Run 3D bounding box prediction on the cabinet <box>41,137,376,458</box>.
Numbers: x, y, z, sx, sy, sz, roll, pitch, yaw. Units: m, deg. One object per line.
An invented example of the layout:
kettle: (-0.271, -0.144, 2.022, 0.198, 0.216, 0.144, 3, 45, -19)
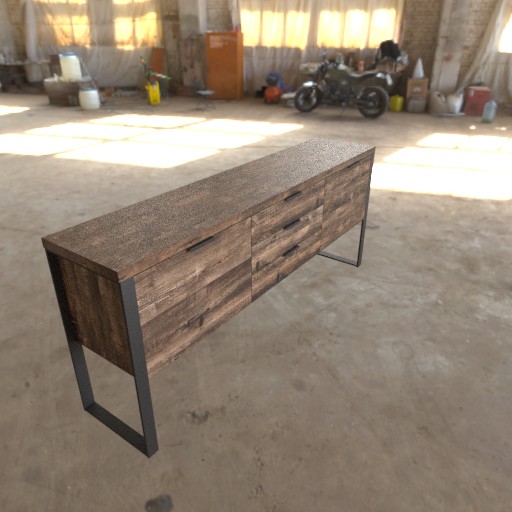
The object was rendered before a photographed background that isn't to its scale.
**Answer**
cabinet: (0.000, 0.000, 2.139, 0.395, 0.762, 1.800, 19, 33, 32)
